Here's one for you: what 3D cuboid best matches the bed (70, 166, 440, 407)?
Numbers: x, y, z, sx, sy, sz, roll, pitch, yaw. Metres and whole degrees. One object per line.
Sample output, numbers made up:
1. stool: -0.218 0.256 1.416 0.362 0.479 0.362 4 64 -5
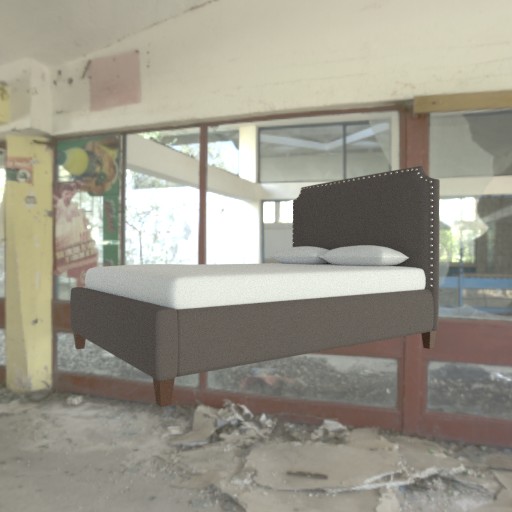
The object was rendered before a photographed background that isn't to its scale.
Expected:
1. bed: 0.000 0.000 3.467 2.372 1.443 1.713 0 0 -36
